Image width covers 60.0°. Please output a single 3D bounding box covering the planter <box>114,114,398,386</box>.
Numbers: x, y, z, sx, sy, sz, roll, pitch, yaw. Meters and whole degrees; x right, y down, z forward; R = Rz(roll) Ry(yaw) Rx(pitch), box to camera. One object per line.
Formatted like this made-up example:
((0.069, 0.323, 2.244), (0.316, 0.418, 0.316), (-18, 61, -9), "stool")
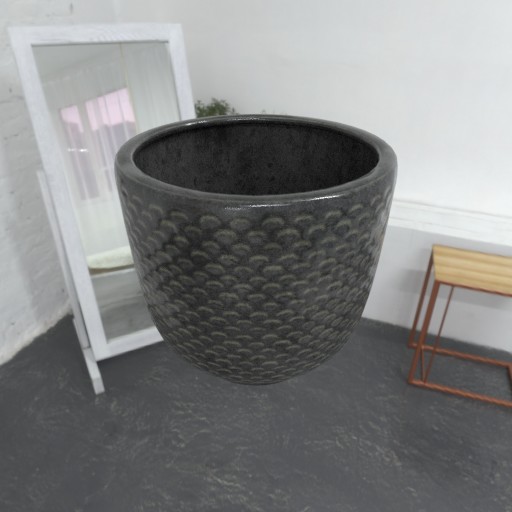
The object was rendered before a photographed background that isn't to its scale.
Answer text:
((0.000, 0.000, 0.256), (0.140, 0.129, 0.140), (0, 31, 0), "planter")
